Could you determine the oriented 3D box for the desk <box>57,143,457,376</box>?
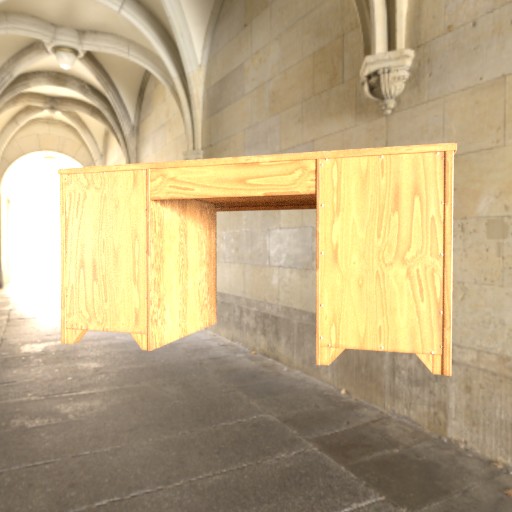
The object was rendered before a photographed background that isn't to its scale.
[{"bbox_3d":[0.000,0.000,1.987,1.567,0.751,0.685,0,1,18],"label":"desk"}]
